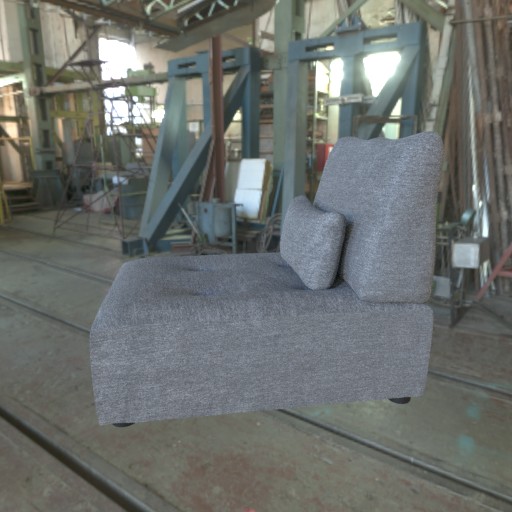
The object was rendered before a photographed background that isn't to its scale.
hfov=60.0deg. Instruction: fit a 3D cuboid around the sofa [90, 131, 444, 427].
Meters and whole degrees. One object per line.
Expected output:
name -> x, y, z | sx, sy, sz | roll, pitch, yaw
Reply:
sofa -> 0.000, 0.000, 1.541 | 1.000, 0.820, 0.700 | -2, 14, -9
